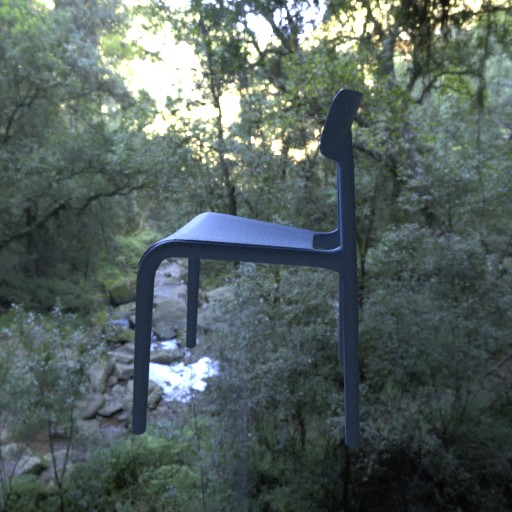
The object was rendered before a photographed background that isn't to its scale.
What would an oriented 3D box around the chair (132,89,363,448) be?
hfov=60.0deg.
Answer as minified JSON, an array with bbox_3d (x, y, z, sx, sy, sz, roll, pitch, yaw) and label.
[{"bbox_3d":[0.000,0.000,0.852,0.401,0.580,0.356,2,16,8],"label":"chair"}]
